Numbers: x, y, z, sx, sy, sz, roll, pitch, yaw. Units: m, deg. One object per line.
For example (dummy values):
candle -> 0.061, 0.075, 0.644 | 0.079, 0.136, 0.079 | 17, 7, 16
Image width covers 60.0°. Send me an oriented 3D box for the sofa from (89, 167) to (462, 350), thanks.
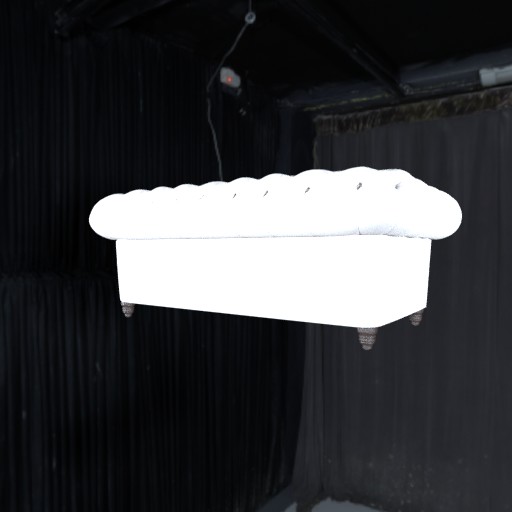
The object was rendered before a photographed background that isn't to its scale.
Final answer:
sofa -> 0.000, 0.000, 2.530 | 1.998, 0.764, 0.986 | 1, 1, 35
